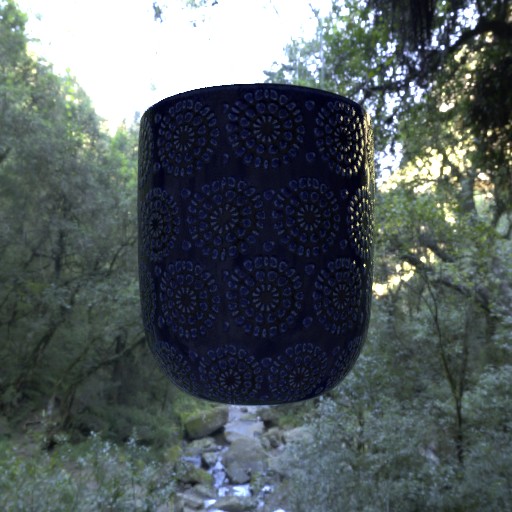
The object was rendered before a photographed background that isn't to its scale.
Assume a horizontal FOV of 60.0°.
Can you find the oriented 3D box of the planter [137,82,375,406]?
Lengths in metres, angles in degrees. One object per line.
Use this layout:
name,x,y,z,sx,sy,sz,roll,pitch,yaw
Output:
planter,0.000,0.000,0.354,0.184,0.206,0.184,0,-2,0
